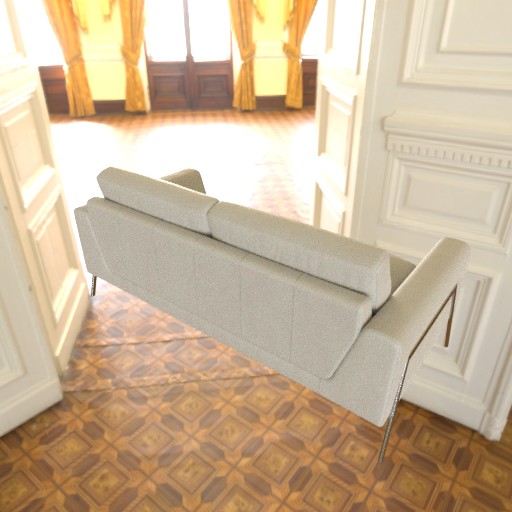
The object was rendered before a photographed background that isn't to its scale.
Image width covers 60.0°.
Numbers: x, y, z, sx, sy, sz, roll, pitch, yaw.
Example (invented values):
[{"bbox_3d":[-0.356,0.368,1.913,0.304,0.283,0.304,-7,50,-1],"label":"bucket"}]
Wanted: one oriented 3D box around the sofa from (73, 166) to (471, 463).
[{"bbox_3d":[0.000,0.000,2.484,2.017,0.875,0.953,20,35,32],"label":"sofa"}]
